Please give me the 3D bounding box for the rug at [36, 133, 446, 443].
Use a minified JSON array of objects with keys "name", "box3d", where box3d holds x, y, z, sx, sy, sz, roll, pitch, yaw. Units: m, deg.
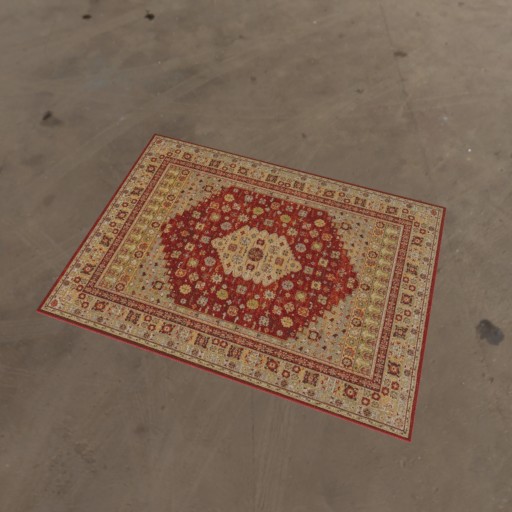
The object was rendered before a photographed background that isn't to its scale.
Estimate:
[{"name":"rug","box3d":[0.000,0.000,2.834,2.211,0.013,1.593,16,59,10]}]
